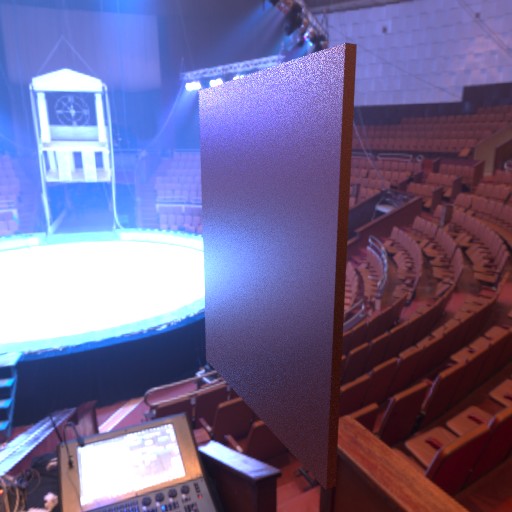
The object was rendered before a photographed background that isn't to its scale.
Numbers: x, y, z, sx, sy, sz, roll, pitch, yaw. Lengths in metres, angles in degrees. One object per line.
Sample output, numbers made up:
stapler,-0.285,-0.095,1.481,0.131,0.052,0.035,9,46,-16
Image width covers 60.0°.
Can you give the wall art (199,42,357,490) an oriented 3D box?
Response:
wall art,0.000,0.000,1.361,0.030,1.046,0.816,-7,15,-27
